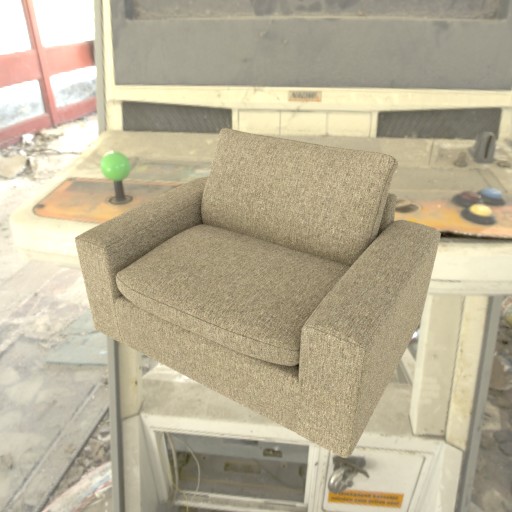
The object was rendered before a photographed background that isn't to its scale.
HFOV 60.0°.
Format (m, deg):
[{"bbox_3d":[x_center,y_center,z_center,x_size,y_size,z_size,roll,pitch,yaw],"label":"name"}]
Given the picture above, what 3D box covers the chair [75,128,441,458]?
[{"bbox_3d":[0.000,0.000,2.067,1.398,0.915,1.039,18,34,28],"label":"chair"}]
